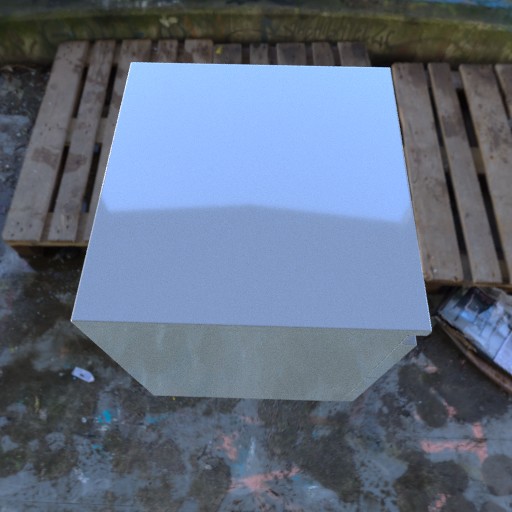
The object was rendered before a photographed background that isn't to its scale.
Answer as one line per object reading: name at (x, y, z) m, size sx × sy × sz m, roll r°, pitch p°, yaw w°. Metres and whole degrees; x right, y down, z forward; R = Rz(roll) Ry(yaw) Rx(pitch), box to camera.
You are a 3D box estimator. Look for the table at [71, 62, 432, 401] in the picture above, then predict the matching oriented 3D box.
table at (0.000, 0.000, 0.795) m, size 0.400 × 0.470 × 0.420 m, roll 2°, pitch 63°, yaw 1°
